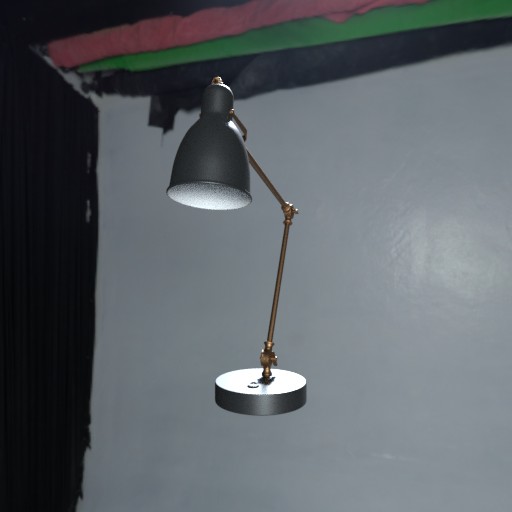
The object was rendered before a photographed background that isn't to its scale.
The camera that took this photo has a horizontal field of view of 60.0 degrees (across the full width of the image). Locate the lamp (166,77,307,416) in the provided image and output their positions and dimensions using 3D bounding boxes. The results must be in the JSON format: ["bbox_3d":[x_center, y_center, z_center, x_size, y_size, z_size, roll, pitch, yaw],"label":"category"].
[{"bbox_3d":[0.000,0.000,0.878,0.187,0.587,0.561,0,0,19],"label":"lamp"}]
